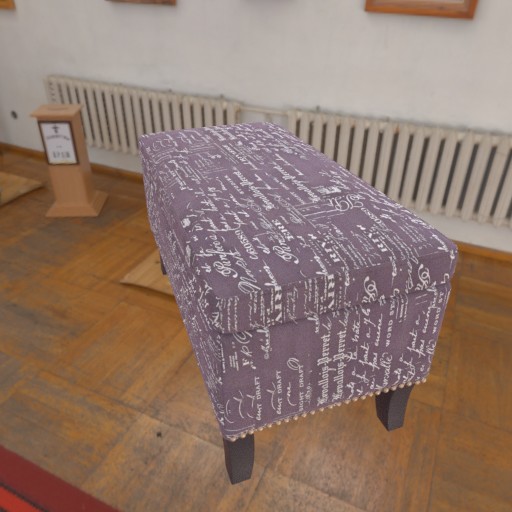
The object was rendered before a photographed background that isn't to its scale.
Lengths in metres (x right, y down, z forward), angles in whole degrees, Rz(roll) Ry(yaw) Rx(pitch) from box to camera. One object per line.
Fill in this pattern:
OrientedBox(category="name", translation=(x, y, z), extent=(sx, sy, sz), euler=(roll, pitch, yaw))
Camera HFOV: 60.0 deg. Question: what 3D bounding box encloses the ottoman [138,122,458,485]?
OrientedBox(category="ottoman", translation=(0.000, 0.000, 1.046), extent=(0.406, 0.457, 0.813), euler=(-11, 33, -17))
